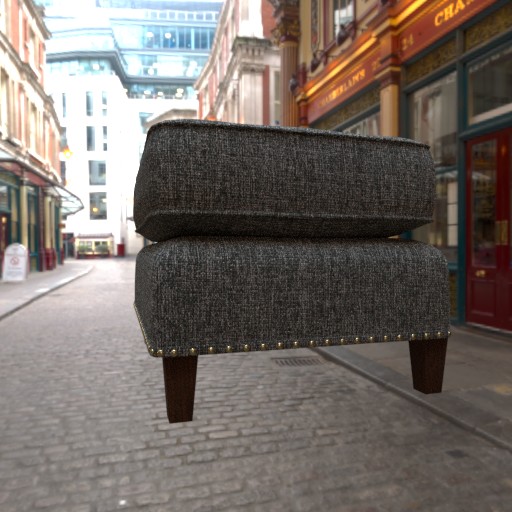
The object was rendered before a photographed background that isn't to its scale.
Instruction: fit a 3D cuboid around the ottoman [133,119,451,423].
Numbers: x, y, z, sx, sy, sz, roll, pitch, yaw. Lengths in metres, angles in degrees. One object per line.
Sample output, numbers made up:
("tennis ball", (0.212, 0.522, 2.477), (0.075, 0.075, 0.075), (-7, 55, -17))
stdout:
("ottoman", (0.000, 0.000, 1.120), (0.589, 0.537, 0.738), (0, 0, -17))
